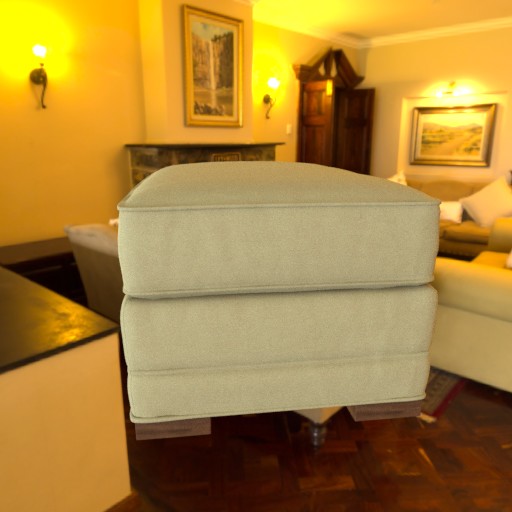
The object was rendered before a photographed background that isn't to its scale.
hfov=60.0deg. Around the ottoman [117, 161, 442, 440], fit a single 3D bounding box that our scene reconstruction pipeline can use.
[{"bbox_3d":[0.000,0.000,1.192,0.611,0.482,0.848,-2,15,-7],"label":"ottoman"}]
